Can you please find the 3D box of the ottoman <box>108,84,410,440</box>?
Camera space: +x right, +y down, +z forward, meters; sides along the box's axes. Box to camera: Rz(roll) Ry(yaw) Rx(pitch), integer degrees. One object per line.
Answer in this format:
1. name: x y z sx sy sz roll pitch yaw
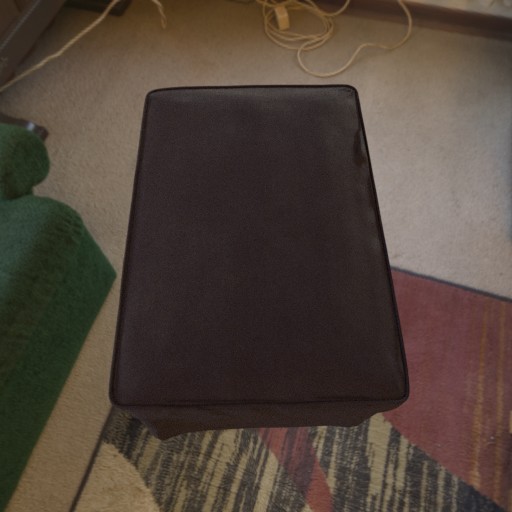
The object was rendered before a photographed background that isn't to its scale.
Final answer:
1. ottoman: 0.000 0.000 1.269 0.637 0.503 0.938 -1 63 -1
